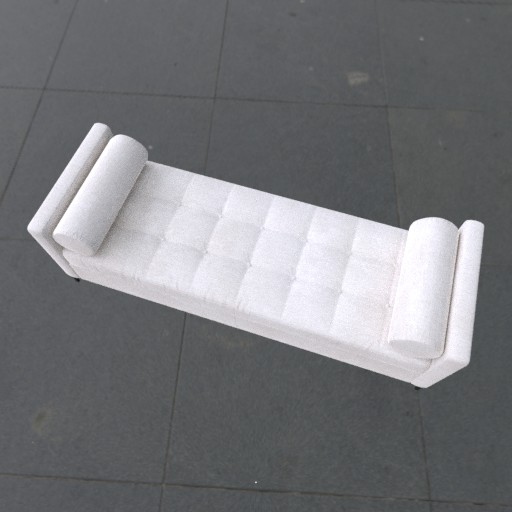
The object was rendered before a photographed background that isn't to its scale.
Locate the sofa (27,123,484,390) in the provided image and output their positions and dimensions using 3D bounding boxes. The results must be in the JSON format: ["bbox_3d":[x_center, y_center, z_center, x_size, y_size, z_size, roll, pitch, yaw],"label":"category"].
[{"bbox_3d":[0.000,0.000,2.279,1.981,0.635,0.686,16,64,8],"label":"sofa"}]
